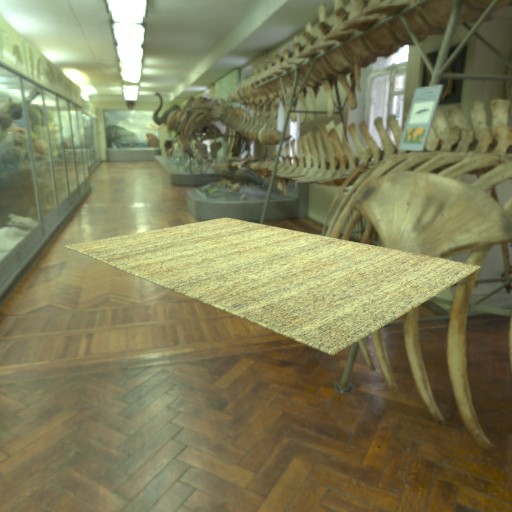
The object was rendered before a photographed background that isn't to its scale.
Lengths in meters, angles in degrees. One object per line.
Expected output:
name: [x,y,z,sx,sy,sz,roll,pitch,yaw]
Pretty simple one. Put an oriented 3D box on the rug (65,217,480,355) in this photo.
rug: [0.000,0.000,2.335,1.846,0.014,1.243,15,21,42]
